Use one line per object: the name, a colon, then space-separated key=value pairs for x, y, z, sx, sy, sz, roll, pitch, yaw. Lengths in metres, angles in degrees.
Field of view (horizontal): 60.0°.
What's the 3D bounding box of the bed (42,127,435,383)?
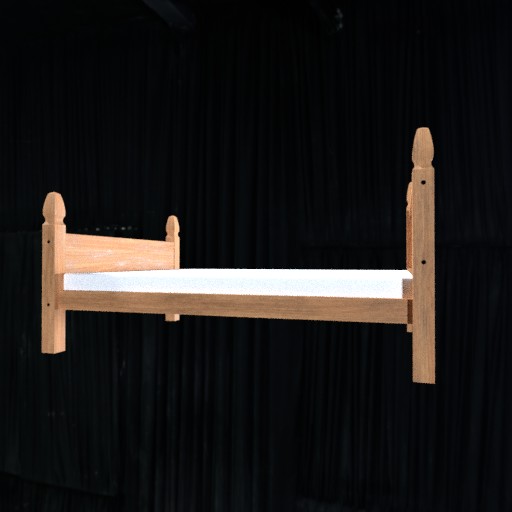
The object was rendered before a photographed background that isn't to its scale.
bed: x=0.000 y=0.000 z=2.900 sx=2.069 sy=1.100 sz=1.490 roll=0 pitch=-1 yaw=18
